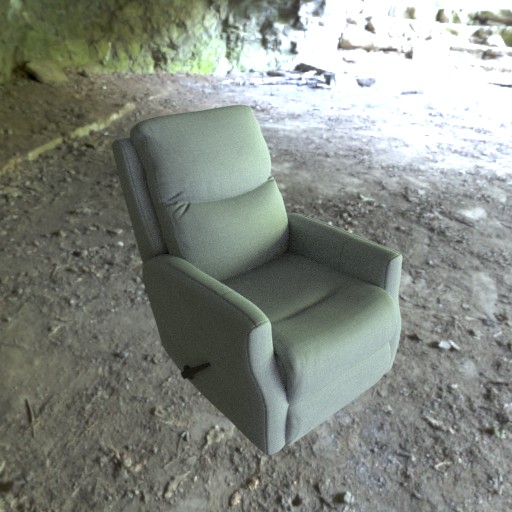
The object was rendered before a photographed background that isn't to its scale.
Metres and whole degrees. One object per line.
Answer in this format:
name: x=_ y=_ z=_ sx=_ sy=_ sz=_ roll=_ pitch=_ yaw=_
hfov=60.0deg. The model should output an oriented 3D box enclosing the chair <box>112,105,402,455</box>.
chair: x=0.000 y=0.000 z=1.816 sx=0.829 sy=1.030 sz=1.080 roll=-21 pitch=36 yaw=-33
